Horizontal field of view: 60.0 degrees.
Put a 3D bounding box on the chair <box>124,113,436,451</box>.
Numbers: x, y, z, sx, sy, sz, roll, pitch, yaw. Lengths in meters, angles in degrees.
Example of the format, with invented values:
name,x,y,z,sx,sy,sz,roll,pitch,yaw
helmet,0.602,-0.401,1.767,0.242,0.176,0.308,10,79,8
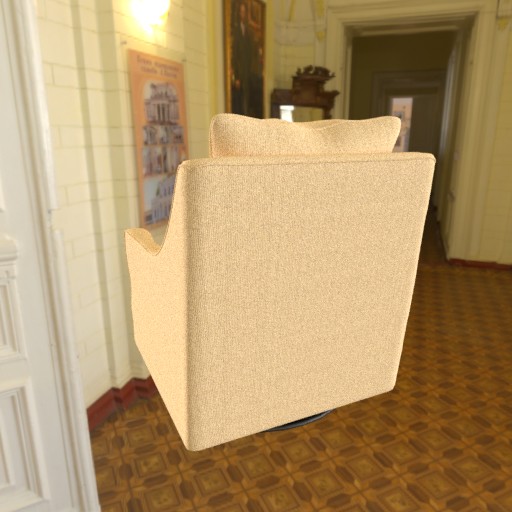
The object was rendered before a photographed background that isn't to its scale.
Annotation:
name,x,y,z,sx,sy,sz,roll,pitch,yaw
chair,0.000,0.000,1.562,0.760,0.927,0.876,-7,17,-25
